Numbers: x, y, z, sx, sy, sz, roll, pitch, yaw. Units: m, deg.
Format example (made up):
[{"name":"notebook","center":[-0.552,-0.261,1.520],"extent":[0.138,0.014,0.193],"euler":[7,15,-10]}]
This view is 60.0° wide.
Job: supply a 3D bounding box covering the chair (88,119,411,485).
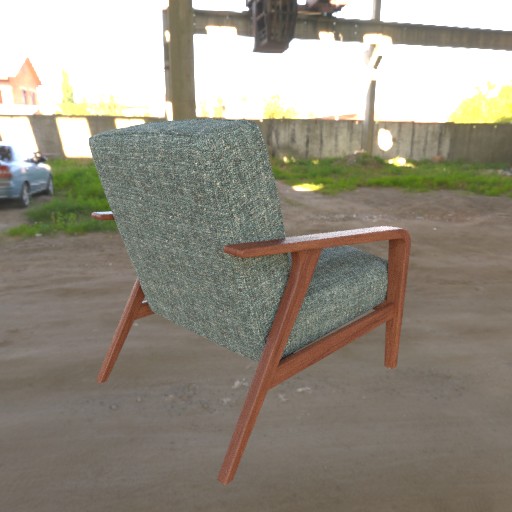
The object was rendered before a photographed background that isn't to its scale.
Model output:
[{"name":"chair","center":[0.000,0.000,1.499],"extent":[0.889,0.864,0.719],"euler":[-14,20,-43]}]
